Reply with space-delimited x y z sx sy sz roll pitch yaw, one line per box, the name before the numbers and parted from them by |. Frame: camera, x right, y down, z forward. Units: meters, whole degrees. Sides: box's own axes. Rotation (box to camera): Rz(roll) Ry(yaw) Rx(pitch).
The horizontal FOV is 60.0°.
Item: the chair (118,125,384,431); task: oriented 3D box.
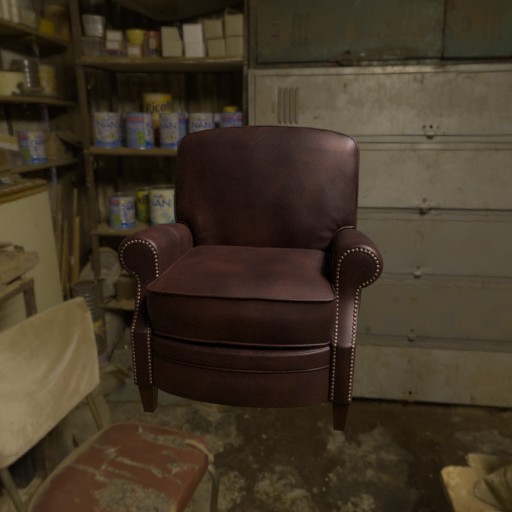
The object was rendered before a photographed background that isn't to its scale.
chair | 0.000 0.000 1.804 0.936 1.018 0.986 2 17 8
